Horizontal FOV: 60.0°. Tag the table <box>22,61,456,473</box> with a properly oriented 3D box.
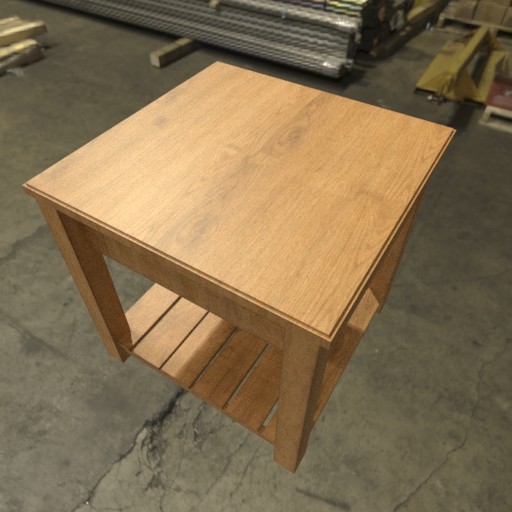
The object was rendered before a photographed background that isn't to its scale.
[{"bbox_3d":[0.000,0.000,1.080,0.616,0.593,0.612,25,52,21],"label":"table"}]
